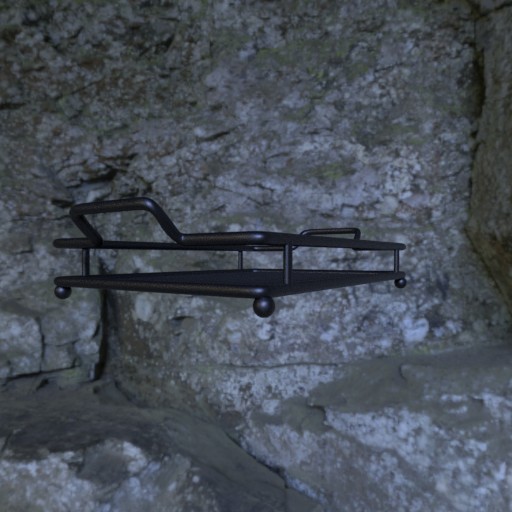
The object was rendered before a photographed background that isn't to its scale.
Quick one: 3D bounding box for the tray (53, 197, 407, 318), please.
[{"bbox_3d":[0.000,0.000,0.604,0.297,0.101,0.495,0,0,34],"label":"tray"}]
